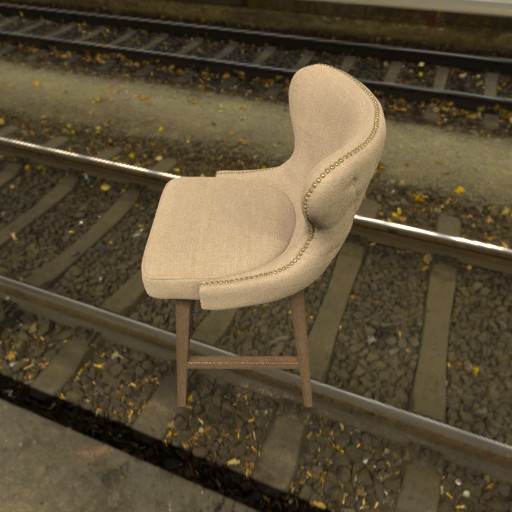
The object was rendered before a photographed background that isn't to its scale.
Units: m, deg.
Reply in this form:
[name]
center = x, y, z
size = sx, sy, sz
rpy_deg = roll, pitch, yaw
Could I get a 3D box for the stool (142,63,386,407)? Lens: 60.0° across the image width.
[stool]
center = 0.000, 0.000, 1.354
size = 0.597, 0.972, 0.615
rpy_deg = 0, 41, 0
